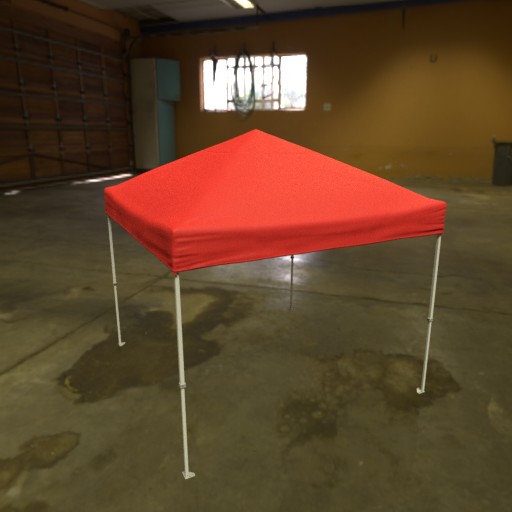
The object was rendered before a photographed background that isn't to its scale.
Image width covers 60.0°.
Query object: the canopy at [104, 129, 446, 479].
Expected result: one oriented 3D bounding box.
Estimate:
[{"bbox_3d":[0.000,0.000,5.449,2.998,2.997,2.996,-8,17,-27],"label":"canopy"}]
